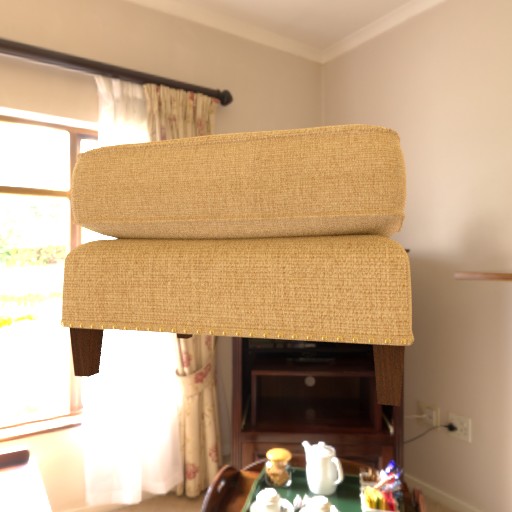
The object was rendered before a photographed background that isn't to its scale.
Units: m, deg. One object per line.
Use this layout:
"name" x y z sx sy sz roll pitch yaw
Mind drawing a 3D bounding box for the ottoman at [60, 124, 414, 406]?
"ottoman" 0.000 0.000 1.131 0.738 0.537 0.589 0 0 17
